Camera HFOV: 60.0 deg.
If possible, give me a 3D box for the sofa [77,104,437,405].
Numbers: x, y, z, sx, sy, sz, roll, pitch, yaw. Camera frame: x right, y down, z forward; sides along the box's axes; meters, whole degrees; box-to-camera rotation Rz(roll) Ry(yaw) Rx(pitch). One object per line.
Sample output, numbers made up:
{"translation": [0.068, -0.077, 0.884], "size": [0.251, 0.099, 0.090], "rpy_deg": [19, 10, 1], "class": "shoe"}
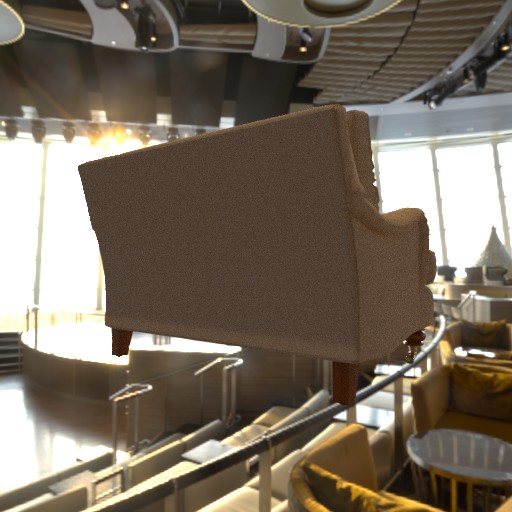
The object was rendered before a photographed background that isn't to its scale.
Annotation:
{"translation": [0.000, 0.000, 2.207], "size": [1.508, 1.048, 1.087], "rpy_deg": [0, -1, 37], "class": "sofa"}
